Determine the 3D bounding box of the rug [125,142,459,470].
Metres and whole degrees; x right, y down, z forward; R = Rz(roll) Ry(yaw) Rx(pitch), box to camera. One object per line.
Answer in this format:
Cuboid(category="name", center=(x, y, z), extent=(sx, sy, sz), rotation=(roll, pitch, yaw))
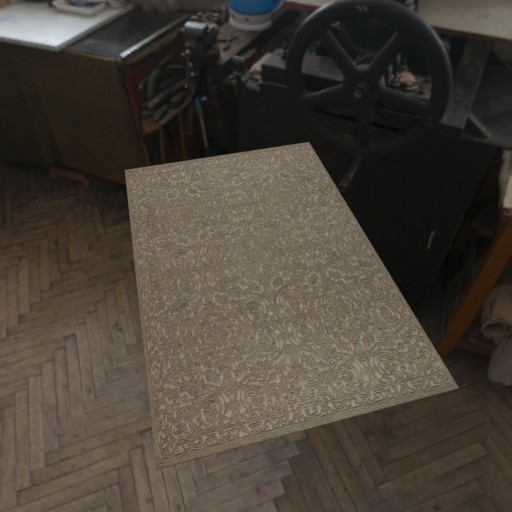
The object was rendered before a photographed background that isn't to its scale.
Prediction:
Cuboid(category="rug", center=(0.000, 0.000, 2.289), extent=(1.221, 0.006, 1.827), rotation=(-11, 48, -10))
